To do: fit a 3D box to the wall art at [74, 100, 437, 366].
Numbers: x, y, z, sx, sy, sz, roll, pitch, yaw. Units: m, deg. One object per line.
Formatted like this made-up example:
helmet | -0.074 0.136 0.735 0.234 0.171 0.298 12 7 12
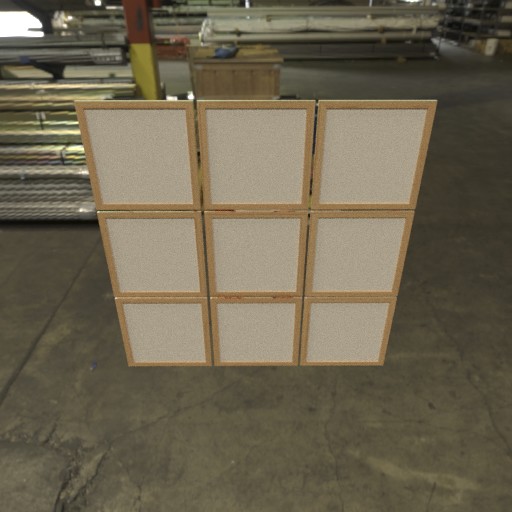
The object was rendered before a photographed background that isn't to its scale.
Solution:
wall art | 0.000 0.000 1.802 1.214 1.219 0.013 0 31 0
